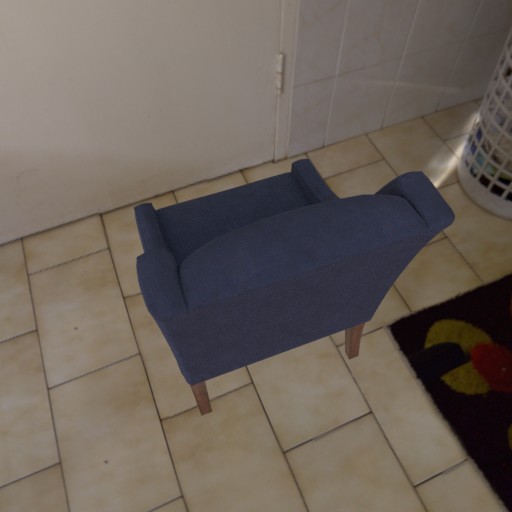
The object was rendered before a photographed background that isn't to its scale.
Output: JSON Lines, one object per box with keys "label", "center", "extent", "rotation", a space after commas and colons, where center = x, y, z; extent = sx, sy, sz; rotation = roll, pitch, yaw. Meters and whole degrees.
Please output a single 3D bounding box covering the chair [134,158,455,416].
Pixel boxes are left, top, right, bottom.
{"label": "chair", "center": [0.000, 0.000, 1.324], "extent": [0.629, 0.895, 0.629], "rotation": [-18, 60, -11]}
